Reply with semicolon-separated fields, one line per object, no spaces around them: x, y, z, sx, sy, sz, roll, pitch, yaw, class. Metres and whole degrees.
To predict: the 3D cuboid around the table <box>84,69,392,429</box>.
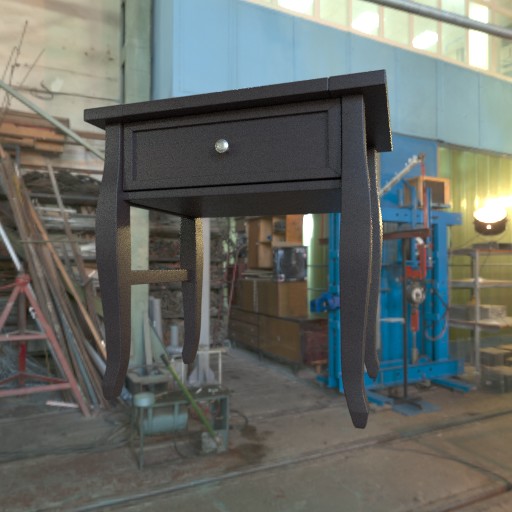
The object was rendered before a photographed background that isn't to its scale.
0.000;0.000;1.035;0.602;0.605;0.460;0;-1;18;table
